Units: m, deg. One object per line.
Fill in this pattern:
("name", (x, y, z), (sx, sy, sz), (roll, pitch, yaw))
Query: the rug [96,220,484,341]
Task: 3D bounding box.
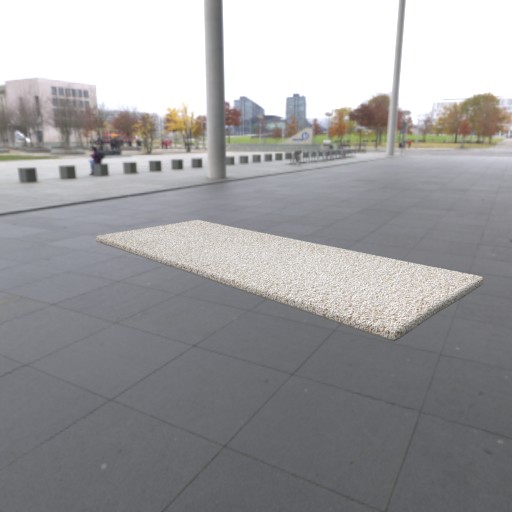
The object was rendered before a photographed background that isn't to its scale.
("rug", (0.000, 0.000, 1.771), (1.524, 0.030, 0.609), (14, 20, 43))
